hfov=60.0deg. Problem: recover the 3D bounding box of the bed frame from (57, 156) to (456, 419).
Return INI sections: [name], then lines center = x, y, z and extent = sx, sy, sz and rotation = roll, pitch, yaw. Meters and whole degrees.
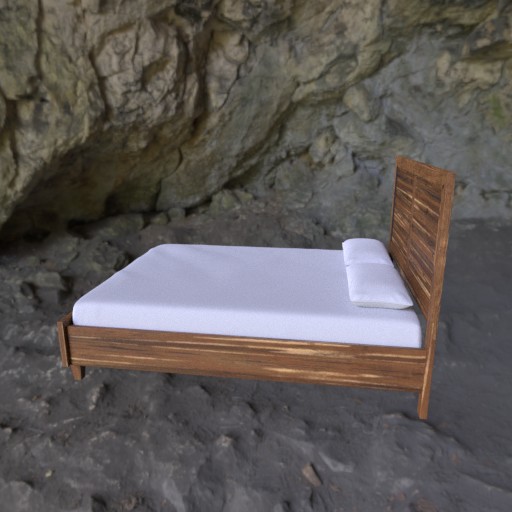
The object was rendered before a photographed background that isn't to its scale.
[bed frame]
center = 0.000, 0.000, 3.363
extent = 2.276, 1.417, 1.696
rotation = 2, 16, 8
